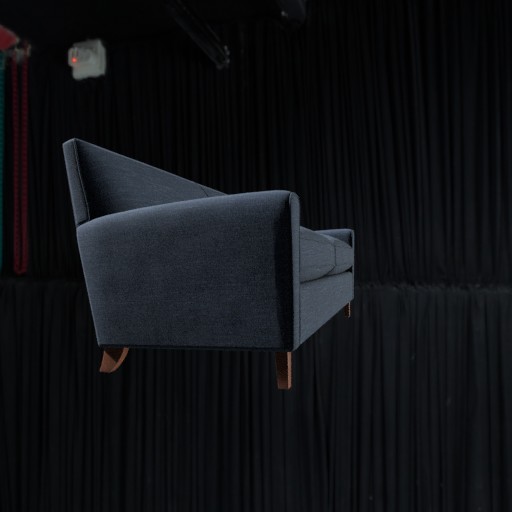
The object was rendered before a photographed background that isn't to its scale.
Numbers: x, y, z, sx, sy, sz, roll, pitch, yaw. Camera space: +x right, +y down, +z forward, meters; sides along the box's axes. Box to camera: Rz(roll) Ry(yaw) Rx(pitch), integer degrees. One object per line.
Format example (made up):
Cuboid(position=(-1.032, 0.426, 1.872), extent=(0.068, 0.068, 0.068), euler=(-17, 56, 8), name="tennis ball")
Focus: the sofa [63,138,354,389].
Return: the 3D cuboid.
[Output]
Cuboid(position=(0.000, 0.000, 2.383), extent=(0.875, 0.846, 1.976), euler=(0, 0, 18), name="sofa")
